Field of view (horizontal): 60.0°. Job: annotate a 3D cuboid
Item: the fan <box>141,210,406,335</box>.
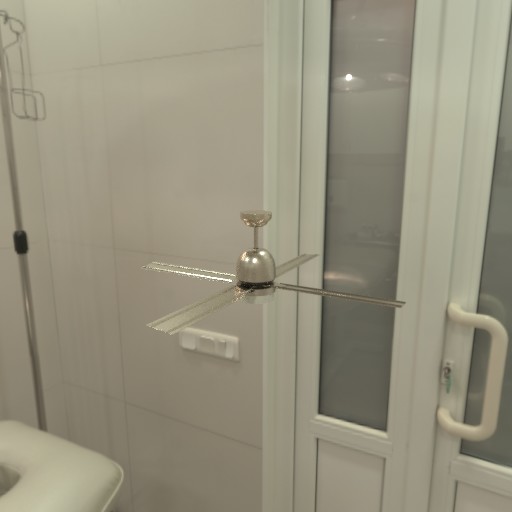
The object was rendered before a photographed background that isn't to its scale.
[{"bbox_3d":[0.000,0.000,2.050,1.346,0.406,1.346,7,14,27],"label":"fan"}]
